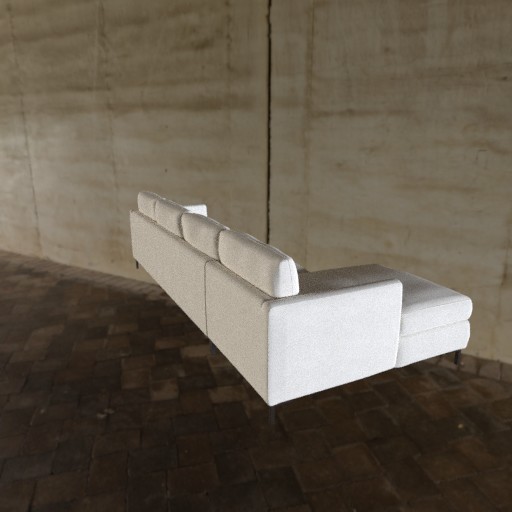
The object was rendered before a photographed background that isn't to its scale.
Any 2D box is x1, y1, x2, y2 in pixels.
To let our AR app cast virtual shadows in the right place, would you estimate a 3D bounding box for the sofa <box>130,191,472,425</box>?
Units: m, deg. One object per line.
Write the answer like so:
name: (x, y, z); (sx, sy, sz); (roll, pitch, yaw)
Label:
sofa: (0.000, 0.000, 3.794); (1.467, 0.875, 3.186); (-8, 17, -26)
